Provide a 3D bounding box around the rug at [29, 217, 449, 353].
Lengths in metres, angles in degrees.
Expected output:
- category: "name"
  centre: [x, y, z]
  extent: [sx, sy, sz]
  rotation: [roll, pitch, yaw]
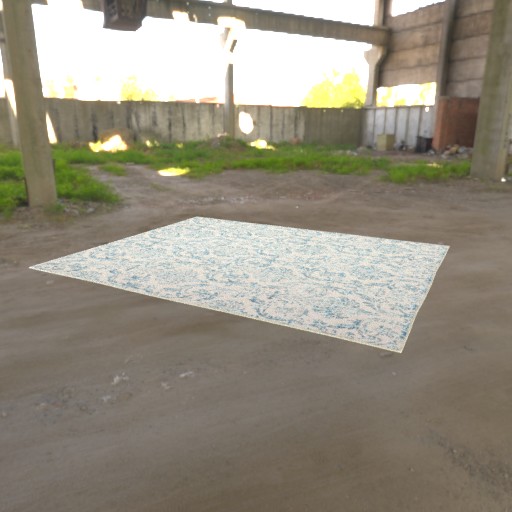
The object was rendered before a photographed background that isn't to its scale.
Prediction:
- category: "rug"
  centre: [0.000, 0.000, 3.968]
  extent: [2.980, 0.012, 2.363]
  rotation: [9, 19, 27]
